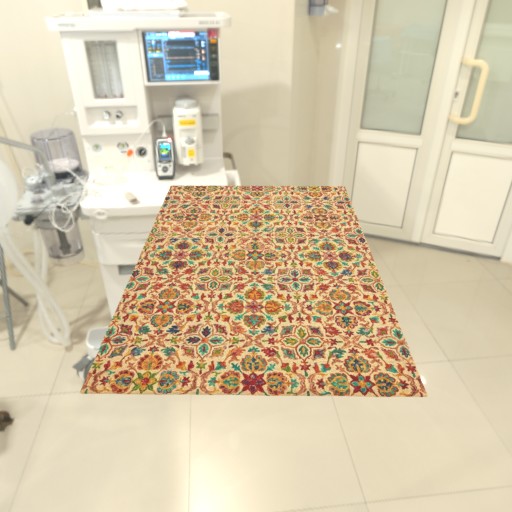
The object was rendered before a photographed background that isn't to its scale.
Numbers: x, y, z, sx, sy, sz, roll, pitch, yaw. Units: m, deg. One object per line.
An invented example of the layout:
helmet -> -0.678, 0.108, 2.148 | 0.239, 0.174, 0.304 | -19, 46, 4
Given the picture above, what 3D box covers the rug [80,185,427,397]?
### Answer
rug -> 0.000, 0.000, 2.335 | 1.226, 0.013, 1.838 | 0, 32, 1
